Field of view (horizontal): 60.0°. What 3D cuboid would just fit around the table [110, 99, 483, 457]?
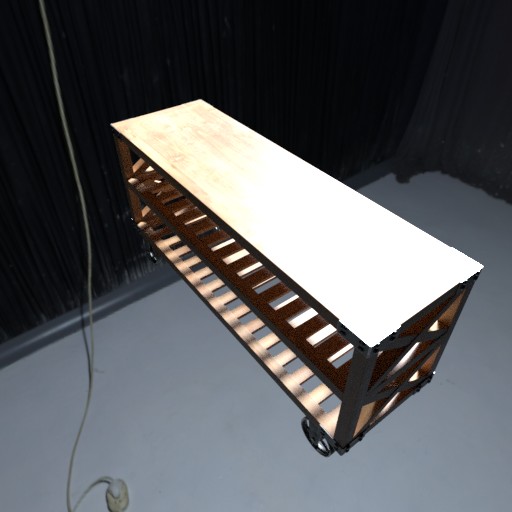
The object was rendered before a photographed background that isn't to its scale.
[{"bbox_3d":[0.000,0.000,1.792,0.467,0.711,1.487,-26,47,-27],"label":"table"}]
